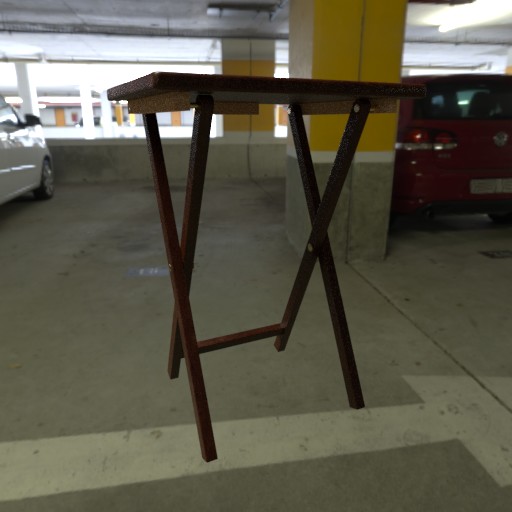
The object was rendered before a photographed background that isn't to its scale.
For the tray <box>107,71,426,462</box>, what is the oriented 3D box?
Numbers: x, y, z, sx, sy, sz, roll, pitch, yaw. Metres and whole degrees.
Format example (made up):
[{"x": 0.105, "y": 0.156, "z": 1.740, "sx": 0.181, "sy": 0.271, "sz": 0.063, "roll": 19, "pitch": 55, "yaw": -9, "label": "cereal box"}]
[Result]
[{"x": 0.000, "y": 0.000, "z": 0.925, "sx": 0.483, "sy": 0.660, "sz": 0.381, "roll": -8, "pitch": 19, "yaw": -26, "label": "tray"}]
